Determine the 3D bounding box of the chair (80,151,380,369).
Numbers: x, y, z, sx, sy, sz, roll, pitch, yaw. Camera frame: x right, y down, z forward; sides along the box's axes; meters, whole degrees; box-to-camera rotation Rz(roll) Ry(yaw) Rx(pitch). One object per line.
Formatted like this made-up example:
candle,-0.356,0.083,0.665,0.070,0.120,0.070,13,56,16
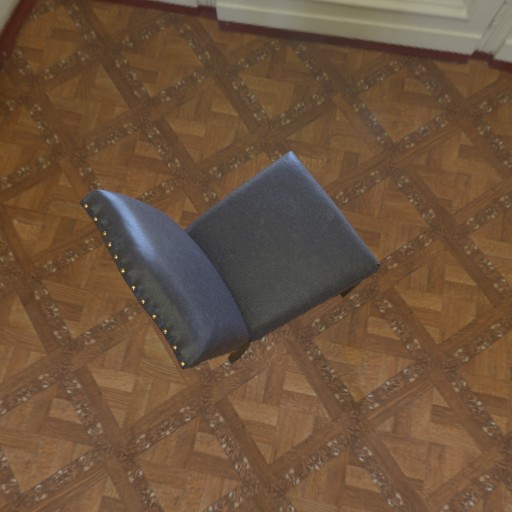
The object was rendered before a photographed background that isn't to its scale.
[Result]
chair,0.000,0.000,1.385,0.633,0.991,0.500,-33,77,-9
